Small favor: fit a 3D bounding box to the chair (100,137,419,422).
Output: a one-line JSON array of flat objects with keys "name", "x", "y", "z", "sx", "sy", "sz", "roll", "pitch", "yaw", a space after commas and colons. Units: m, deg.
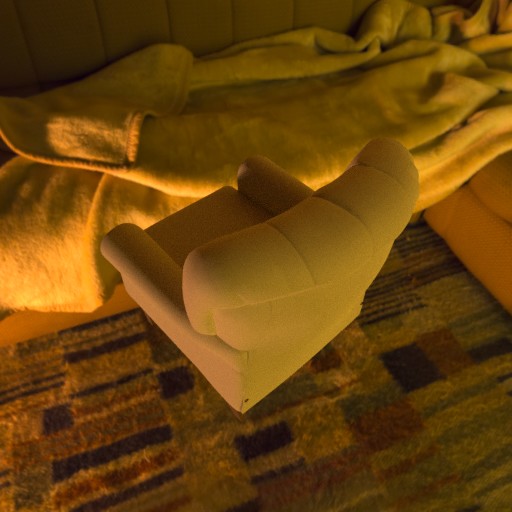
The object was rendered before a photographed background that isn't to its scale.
[{"name": "chair", "x": 0.000, "y": 0.000, "z": 2.008, "sx": 1.035, "sy": 1.169, "sz": 1.132, "roll": -33, "pitch": 55, "yaw": -27}]
